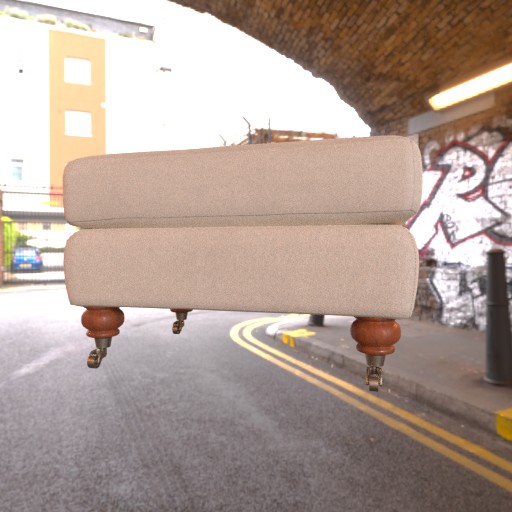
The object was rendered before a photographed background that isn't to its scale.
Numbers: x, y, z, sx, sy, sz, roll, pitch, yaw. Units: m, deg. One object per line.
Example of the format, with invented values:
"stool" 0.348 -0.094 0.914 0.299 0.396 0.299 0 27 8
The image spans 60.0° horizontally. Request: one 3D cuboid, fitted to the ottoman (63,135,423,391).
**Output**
"ottoman" 0.000 0.000 1.143 0.773 0.499 0.569 0 1 15
